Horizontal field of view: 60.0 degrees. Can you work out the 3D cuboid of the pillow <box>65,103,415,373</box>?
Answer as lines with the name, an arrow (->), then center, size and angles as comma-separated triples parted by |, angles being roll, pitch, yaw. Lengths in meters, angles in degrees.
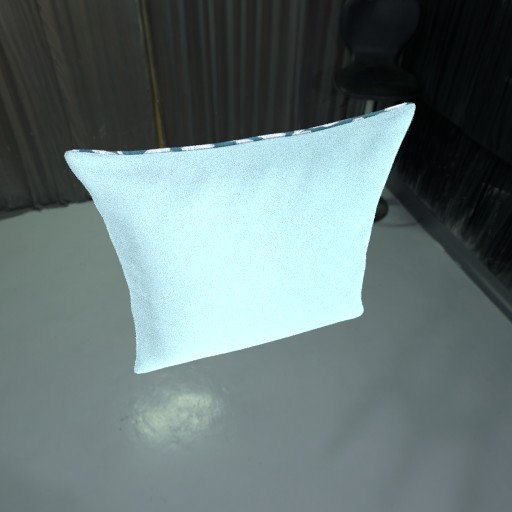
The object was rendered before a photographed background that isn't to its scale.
pillow -> 0.000, 0.000, 0.803 | 0.525, 0.508, 0.166 | -12, 43, -13
